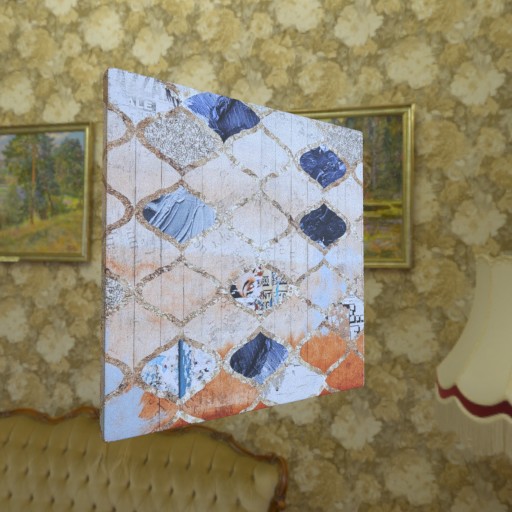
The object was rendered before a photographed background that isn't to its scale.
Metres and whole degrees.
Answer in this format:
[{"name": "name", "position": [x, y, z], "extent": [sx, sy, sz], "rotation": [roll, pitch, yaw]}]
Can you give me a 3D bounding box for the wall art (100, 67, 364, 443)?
[{"name": "wall art", "position": [0.000, 0.000, 1.346], "extent": [0.912, 0.914, 0.039], "rotation": [1, -2, -35]}]
